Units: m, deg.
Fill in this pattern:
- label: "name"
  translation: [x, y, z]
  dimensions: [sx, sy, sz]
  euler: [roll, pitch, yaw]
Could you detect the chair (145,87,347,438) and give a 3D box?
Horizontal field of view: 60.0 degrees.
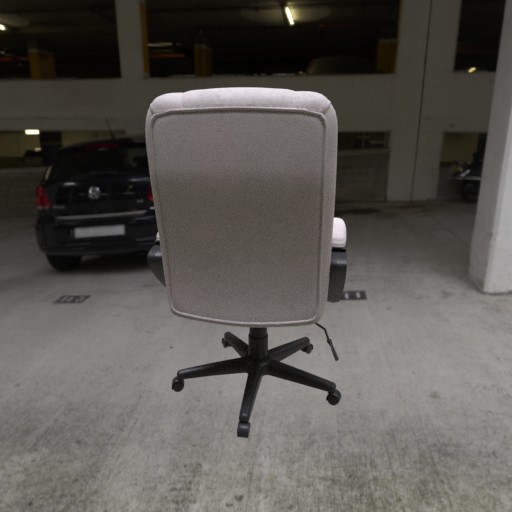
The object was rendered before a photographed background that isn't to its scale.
- label: "chair"
  translation: [0.000, 0.000, 1.621]
  dimensions: [0.667, 1.105, 0.724]
  euler: [2, 16, 8]
